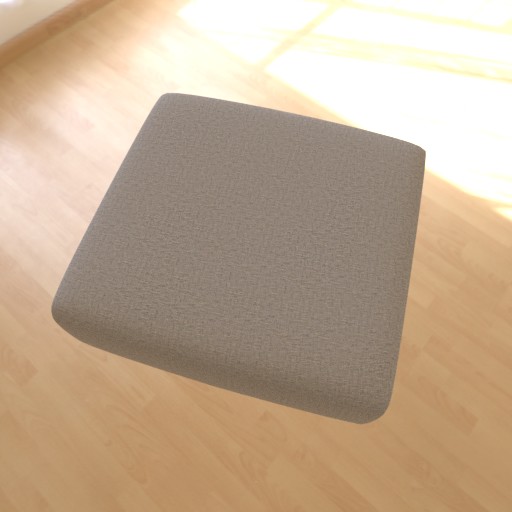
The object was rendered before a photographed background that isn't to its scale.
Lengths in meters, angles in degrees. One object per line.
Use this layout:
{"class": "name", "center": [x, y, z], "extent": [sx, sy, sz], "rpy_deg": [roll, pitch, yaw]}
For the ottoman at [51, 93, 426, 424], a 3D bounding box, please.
{"class": "ottoman", "center": [0.000, 0.000, 1.072], "extent": [0.655, 0.399, 0.648], "rpy_deg": [14, 64, 7]}
